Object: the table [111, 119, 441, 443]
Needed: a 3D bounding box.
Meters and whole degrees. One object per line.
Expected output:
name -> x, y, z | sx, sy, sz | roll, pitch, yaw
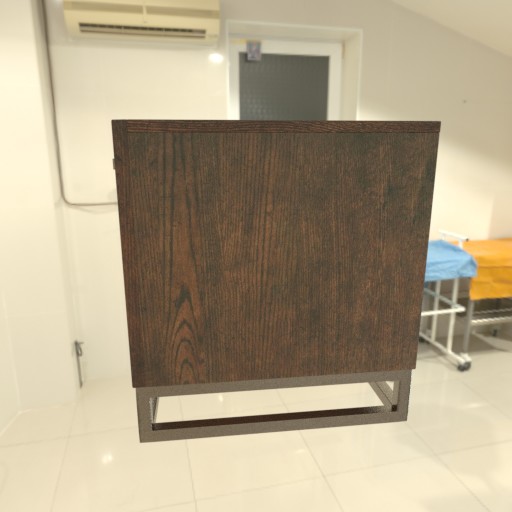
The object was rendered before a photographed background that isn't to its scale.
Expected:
table -> 0.000, 0.000, 1.027 | 0.566, 0.582, 0.506 | -2, 15, -7
